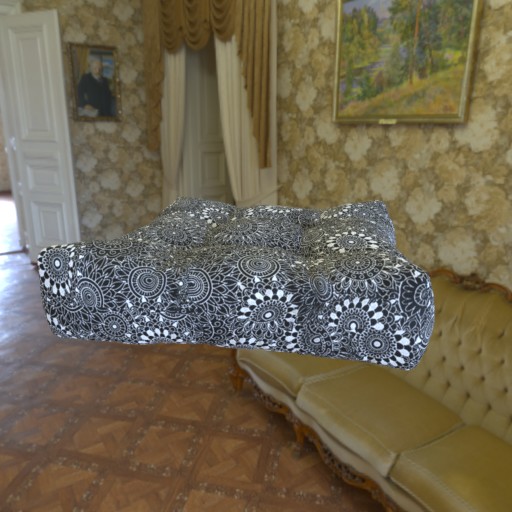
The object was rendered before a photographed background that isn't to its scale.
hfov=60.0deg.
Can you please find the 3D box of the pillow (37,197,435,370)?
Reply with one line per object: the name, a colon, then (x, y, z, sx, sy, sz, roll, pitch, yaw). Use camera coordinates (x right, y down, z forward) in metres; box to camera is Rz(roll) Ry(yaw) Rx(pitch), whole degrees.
pillow: (0.000, 0.000, 0.715, 0.468, 0.128, 0.490, 3, 16, 10)
